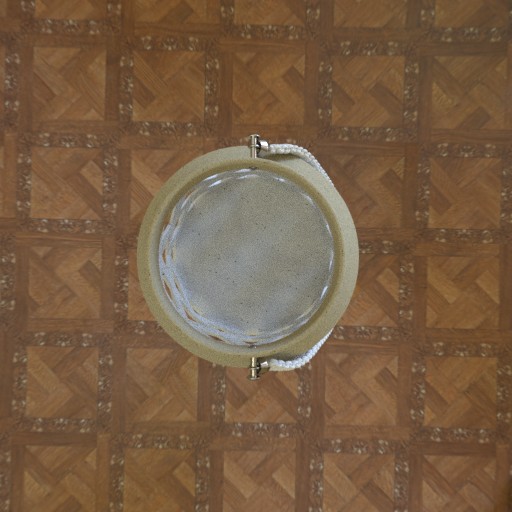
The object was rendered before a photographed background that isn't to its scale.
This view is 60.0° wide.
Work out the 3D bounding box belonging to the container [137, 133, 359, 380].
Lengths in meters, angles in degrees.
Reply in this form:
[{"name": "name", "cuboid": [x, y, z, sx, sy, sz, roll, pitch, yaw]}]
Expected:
[{"name": "container", "cuboid": [0.000, 0.000, 0.352, 0.172, 0.229, 0.163, 0, 91, 1]}]
